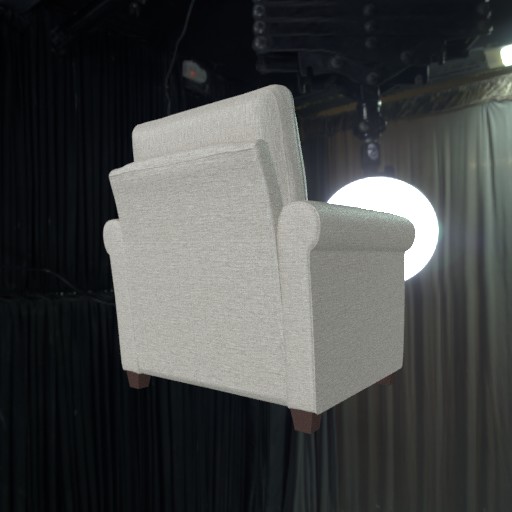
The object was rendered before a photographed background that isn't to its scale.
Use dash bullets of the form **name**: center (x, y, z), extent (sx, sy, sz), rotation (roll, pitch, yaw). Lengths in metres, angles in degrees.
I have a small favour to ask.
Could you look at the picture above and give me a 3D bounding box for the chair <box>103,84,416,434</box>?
- **chair**: center (0.000, 0.000, 2.279), extent (1.275, 1.349, 1.180), rotation (-1, -1, 37)
